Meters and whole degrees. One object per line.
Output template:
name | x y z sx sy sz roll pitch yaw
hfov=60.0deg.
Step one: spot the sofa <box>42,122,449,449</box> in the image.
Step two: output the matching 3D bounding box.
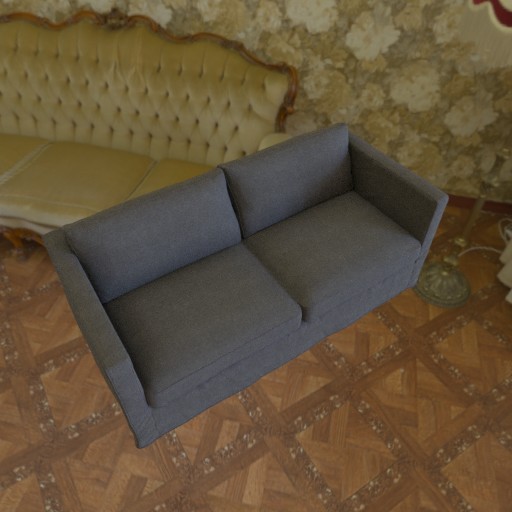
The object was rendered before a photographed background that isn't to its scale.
sofa | 0.000 0.000 2.501 1.982 0.855 0.953 -25 51 -23
